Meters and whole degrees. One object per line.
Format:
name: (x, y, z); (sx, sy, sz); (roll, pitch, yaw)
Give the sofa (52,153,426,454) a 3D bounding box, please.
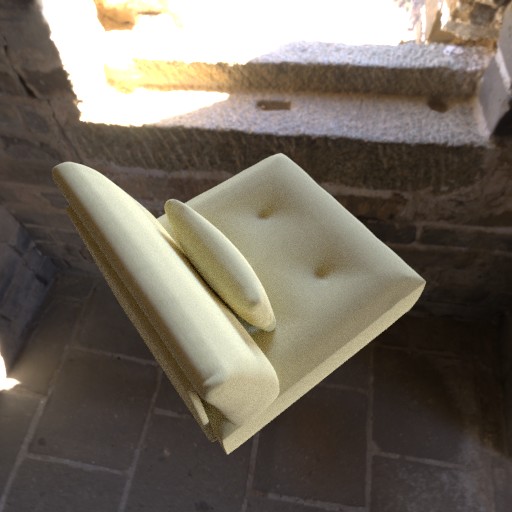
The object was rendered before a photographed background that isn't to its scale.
sofa: (0.000, 0.000, 1.687); (1.000, 0.820, 0.930); (-32, 63, -19)
